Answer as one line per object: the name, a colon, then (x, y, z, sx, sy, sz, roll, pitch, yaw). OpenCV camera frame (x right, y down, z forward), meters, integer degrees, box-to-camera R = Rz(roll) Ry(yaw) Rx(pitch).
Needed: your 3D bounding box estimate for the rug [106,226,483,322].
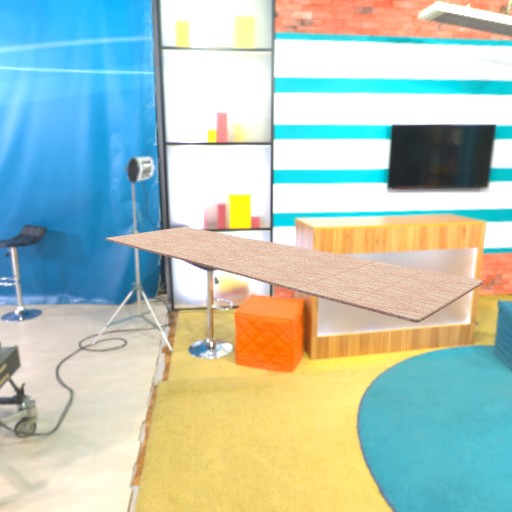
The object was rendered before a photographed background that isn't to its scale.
rug: (0.000, 0.000, 2.761, 2.435, 0.015, 0.760, 12, 18, 43)
